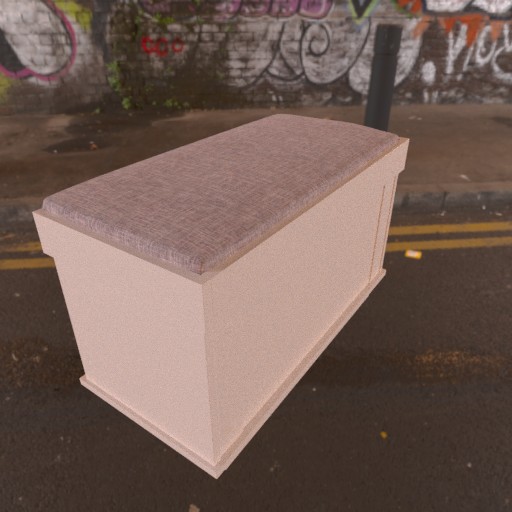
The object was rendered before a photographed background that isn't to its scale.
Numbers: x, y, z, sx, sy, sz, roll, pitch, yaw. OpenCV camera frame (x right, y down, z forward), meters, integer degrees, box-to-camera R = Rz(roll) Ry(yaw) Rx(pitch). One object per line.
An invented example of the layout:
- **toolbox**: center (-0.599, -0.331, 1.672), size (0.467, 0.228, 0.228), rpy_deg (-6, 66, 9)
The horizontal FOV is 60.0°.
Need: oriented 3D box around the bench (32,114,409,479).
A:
- **bench**: center (0.000, 0.000, 0.970), size (0.362, 0.461, 0.734), rpy_deg (20, 36, 30)
